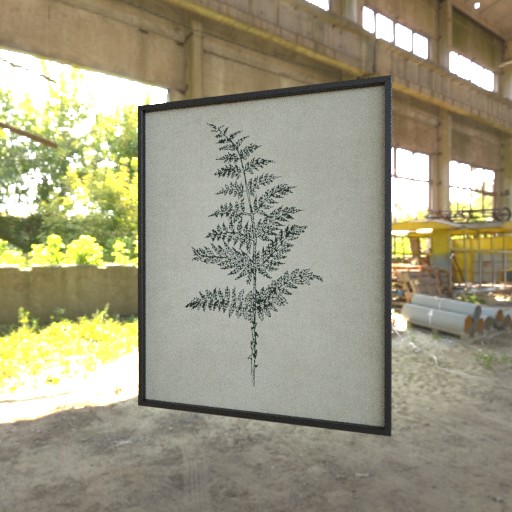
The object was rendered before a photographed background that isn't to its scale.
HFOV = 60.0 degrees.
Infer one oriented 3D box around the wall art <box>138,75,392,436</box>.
[{"bbox_3d":[0.000,0.000,0.768,0.449,0.555,0.039,0,0,18],"label":"wall art"}]
